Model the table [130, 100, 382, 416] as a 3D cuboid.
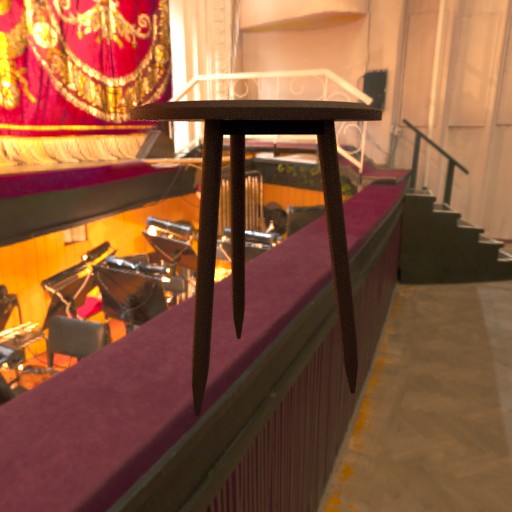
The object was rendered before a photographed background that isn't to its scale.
[{"bbox_3d":[0.000,0.000,0.911,0.457,0.585,0.457,0,16,0],"label":"table"}]
